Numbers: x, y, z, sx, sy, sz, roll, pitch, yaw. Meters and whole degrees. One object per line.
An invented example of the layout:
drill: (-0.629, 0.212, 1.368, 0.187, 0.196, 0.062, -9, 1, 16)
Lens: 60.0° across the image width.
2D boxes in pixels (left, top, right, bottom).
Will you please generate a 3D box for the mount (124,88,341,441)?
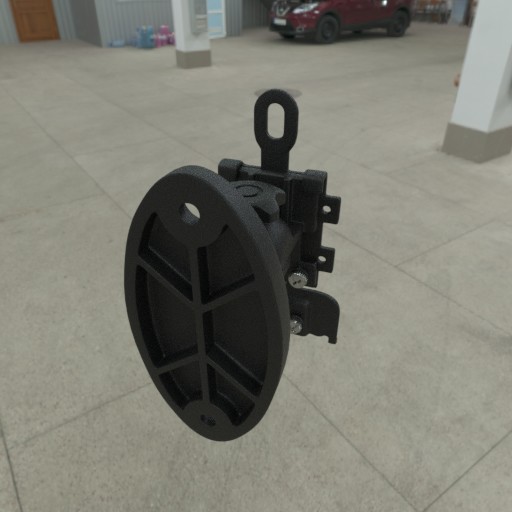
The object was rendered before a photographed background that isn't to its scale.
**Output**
mount: (0.000, 0.000, 0.176, 0.066, 0.118, 0.100, 11, 34, 17)
